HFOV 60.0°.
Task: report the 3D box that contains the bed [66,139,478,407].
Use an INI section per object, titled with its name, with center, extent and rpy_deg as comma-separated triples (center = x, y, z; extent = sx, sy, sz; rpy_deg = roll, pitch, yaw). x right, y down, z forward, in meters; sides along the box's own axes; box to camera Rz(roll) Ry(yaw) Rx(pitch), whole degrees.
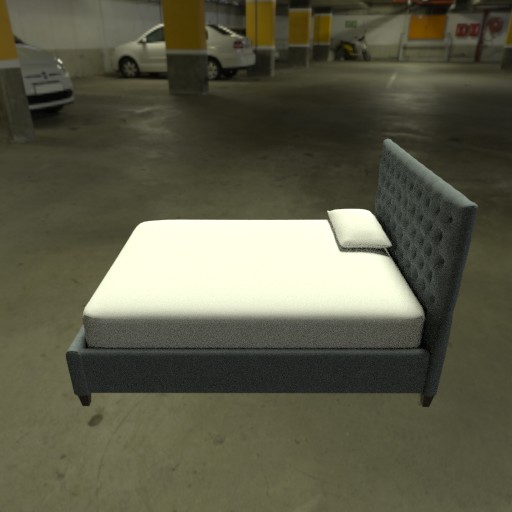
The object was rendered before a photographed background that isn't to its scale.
[bed]
center = 0.000, 0.000, 3.335
extent = 2.335, 1.411, 1.698
rpy_deg = 0, 26, 0
